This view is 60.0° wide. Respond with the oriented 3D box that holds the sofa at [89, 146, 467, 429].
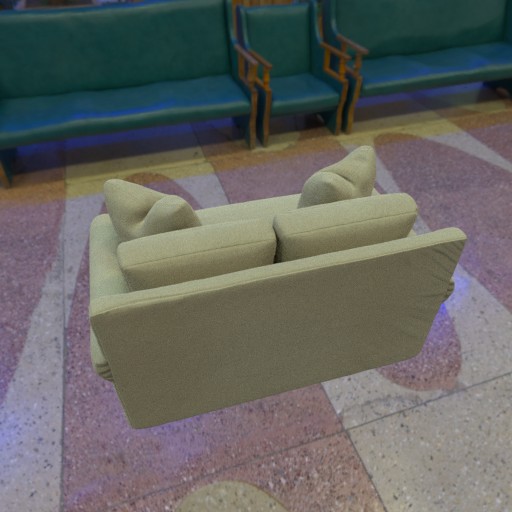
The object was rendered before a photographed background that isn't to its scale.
[{"bbox_3d":[0.000,0.000,2.181,1.550,0.905,1.070,-11,43,-12],"label":"sofa"}]
